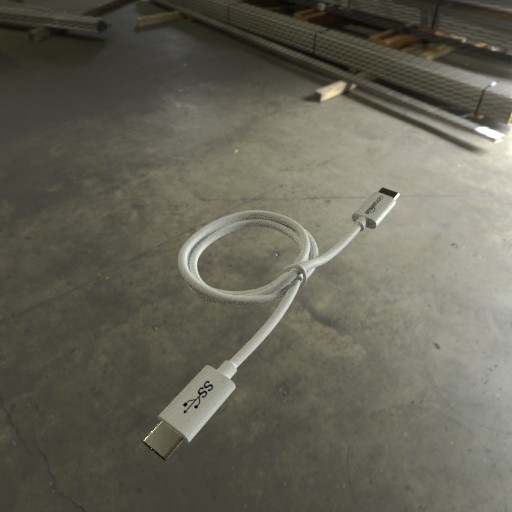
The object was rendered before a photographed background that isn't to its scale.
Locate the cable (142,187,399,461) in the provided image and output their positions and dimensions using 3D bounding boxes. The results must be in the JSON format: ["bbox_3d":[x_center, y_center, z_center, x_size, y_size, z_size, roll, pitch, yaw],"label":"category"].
[{"bbox_3d":[0.000,0.000,0.209,0.070,0.014,0.186,26,48,26],"label":"cable"}]
